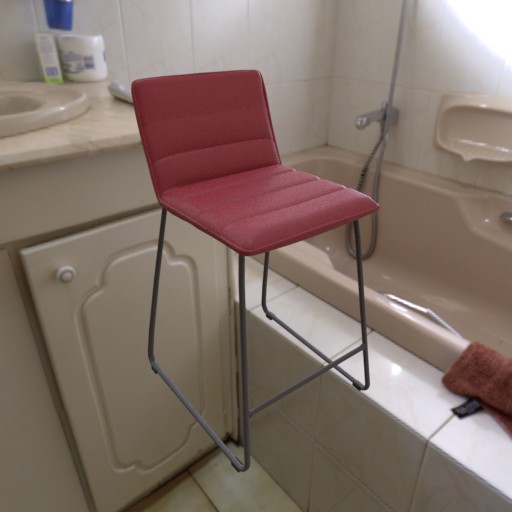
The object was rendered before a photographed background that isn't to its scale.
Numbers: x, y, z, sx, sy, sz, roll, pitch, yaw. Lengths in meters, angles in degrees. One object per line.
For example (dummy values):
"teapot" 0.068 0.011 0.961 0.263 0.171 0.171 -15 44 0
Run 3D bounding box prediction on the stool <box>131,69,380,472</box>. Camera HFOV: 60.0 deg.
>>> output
"stool" 0.000 0.000 1.178 0.489 0.866 0.524 -20 34 -32
